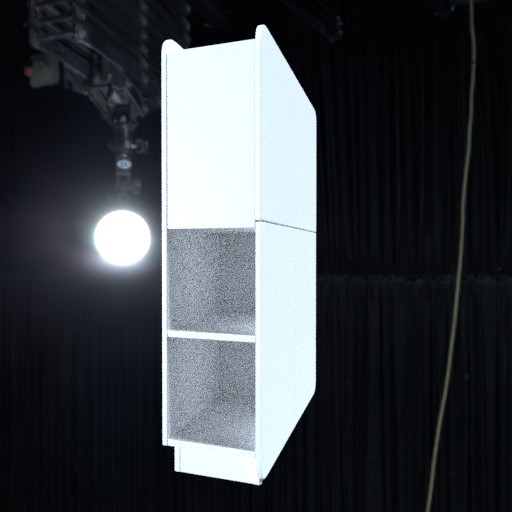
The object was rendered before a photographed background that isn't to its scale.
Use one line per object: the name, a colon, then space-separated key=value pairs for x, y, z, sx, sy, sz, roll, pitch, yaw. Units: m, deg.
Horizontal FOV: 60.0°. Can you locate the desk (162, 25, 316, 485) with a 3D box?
desk: x=0.000 y=0.000 z=1.522 sx=0.278 sy=1.190 sz=0.795 roll=0 pitch=1 yaw=18
